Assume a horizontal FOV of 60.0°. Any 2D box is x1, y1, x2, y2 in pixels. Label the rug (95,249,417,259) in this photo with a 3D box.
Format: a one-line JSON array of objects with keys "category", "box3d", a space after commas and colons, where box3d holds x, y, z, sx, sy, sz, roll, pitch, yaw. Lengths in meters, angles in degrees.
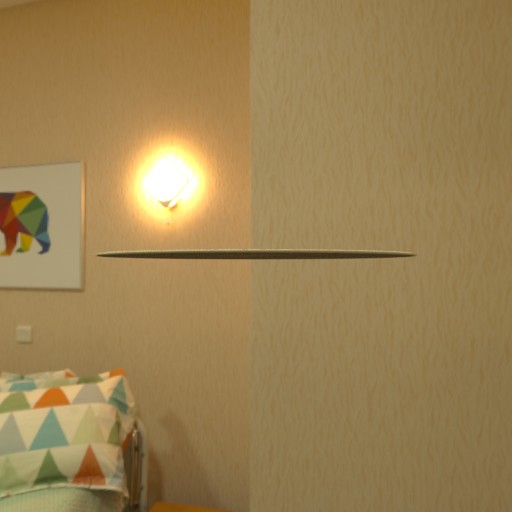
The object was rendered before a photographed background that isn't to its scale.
[{"category": "rug", "box3d": [0.000, 0.000, 2.331, 1.593, 0.012, 1.593, 0, -1, 0]}]
